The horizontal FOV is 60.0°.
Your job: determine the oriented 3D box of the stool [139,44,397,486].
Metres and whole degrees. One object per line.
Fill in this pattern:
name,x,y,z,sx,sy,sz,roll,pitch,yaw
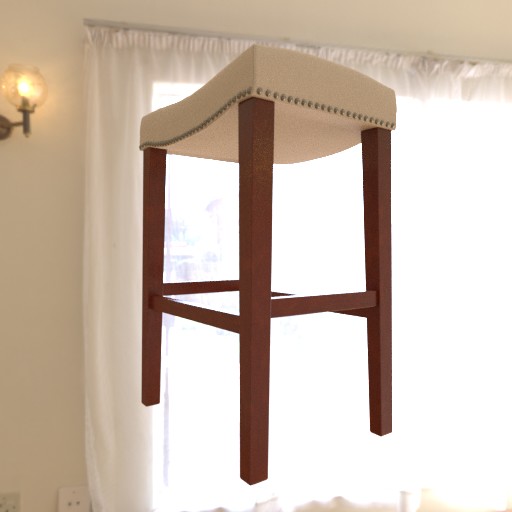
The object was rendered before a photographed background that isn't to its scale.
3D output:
stool,0.000,0.000,1.013,0.372,0.742,0.504,-1,1,-35
